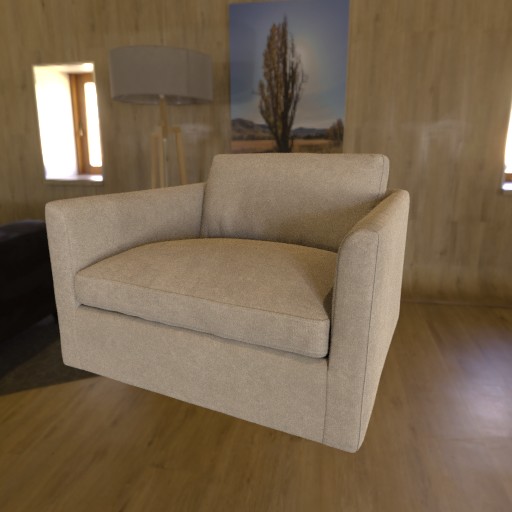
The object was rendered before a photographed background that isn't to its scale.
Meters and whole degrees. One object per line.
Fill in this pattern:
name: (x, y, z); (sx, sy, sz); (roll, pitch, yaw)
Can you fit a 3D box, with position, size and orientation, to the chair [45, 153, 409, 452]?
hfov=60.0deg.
chair: (0.000, 0.000, 1.837); (1.190, 0.845, 1.091); (7, 16, 26)
